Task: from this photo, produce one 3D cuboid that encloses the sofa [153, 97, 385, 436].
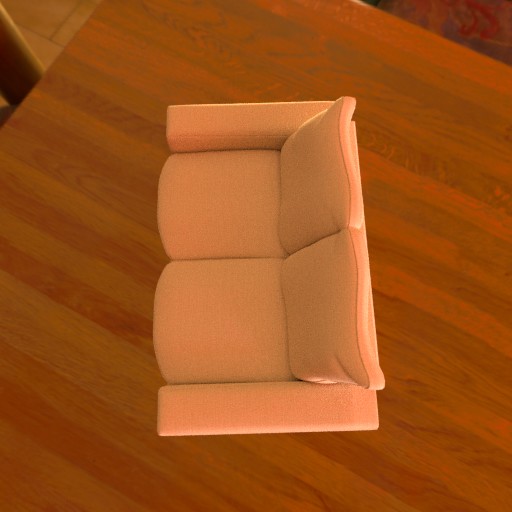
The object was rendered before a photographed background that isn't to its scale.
[{"bbox_3d":[0.000,0.000,2.371,1.091,0.875,1.754,-2,74,0],"label":"sofa"}]
